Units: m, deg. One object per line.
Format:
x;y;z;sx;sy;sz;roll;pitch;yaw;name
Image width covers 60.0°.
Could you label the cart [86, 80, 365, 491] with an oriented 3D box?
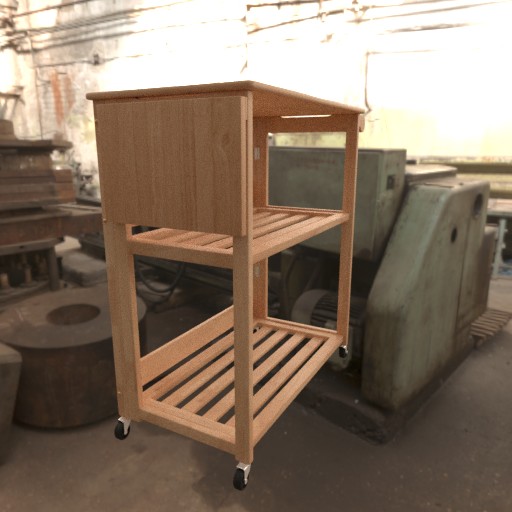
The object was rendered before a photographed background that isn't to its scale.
0.000;0.000;1.344;0.432;0.879;0.853;8;16;28;cart
